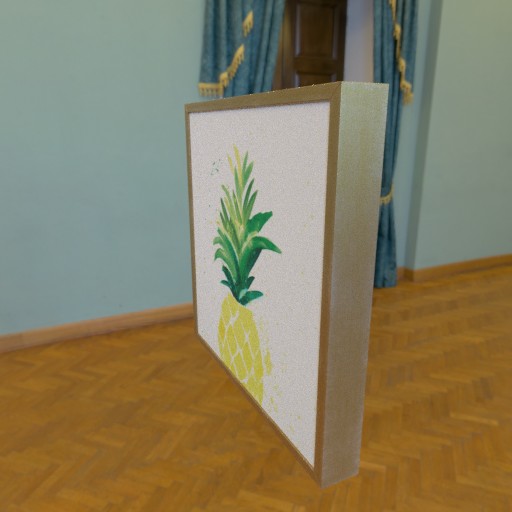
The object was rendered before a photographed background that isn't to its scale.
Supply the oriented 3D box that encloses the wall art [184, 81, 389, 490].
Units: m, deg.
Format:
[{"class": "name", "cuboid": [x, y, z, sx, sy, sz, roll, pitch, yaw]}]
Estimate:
[{"class": "wall art", "cuboid": [0.000, 0.000, 0.450, 0.038, 0.305, 0.306, -8, 18, -26]}]
